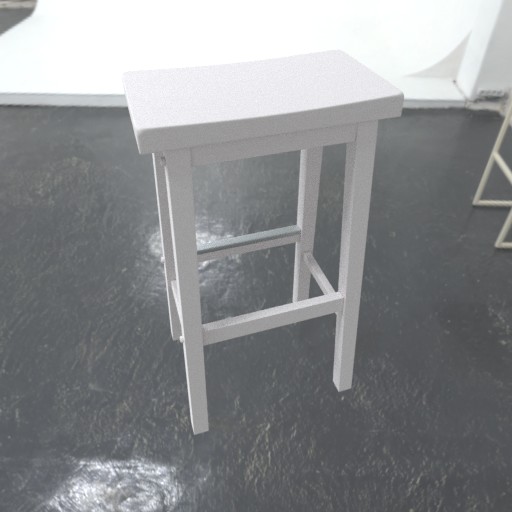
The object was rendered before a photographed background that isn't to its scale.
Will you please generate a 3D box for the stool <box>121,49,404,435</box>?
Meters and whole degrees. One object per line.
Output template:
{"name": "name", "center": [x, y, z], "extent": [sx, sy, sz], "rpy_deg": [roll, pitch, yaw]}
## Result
{"name": "stool", "center": [0.000, 0.000, 0.953], "extent": [0.406, 0.742, 0.322], "rpy_deg": [-12, 43, -13]}
